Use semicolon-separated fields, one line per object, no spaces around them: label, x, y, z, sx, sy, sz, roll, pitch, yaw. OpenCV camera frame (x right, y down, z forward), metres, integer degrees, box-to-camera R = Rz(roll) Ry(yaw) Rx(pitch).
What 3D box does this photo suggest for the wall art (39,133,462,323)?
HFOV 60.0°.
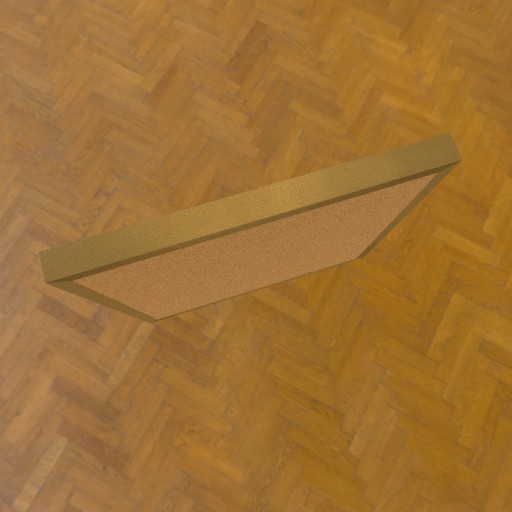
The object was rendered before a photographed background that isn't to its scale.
wall art;0.000;0.000;0.766;0.507;0.508;0.038;-17;77;-4
